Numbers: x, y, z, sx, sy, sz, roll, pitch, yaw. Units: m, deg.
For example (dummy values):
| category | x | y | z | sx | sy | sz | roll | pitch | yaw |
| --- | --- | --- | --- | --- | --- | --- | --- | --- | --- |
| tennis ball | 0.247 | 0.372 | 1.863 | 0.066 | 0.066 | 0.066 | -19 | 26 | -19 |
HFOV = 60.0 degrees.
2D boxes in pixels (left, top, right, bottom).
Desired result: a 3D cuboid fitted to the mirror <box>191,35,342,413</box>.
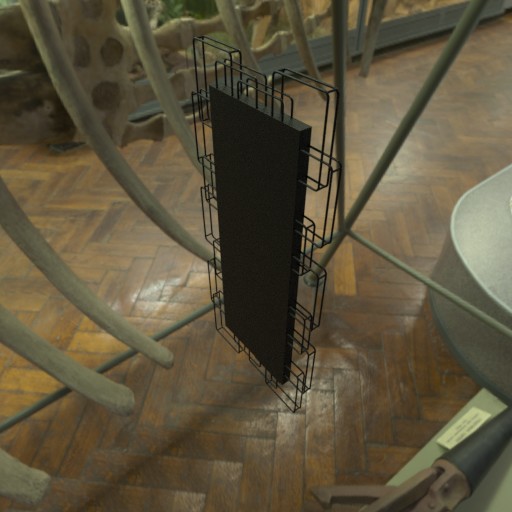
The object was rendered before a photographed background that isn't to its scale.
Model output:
| category | x | y | z | sx | sy | sz | roll | pitch | yaw |
| --- | --- | --- | --- | --- | --- | --- | --- | --- | --- |
| mirror | 0.000 | 0.000 | 1.403 | 0.037 | 1.192 | 0.565 | -27 | 48 | -28 |
